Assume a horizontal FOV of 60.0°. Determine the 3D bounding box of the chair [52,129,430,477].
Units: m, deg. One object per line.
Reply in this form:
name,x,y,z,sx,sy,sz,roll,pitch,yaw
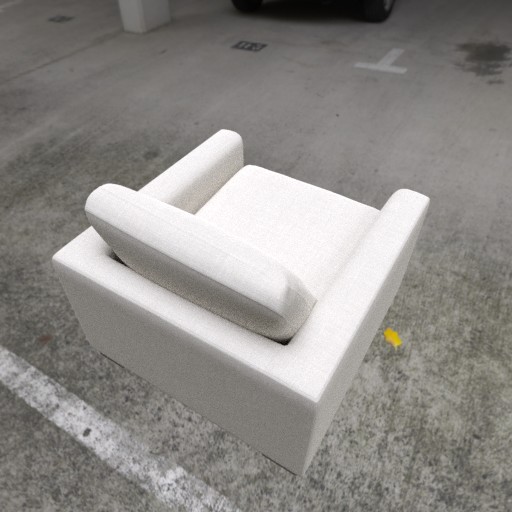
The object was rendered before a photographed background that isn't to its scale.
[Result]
chair,0.000,0.000,1.837,1.070,0.876,1.100,24,50,22
